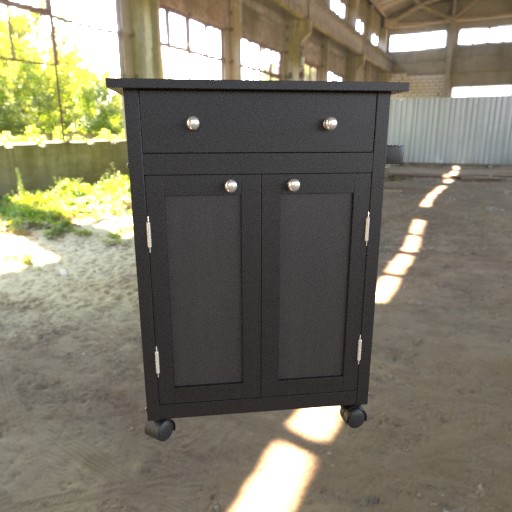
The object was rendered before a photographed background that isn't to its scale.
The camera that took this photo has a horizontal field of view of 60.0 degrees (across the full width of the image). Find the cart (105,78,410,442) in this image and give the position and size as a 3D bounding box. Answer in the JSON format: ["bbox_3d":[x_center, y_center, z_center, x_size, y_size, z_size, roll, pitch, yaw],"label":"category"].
[{"bbox_3d":[0.000,0.000,1.252,0.660,0.879,0.456,-2,15,-7],"label":"cart"}]
